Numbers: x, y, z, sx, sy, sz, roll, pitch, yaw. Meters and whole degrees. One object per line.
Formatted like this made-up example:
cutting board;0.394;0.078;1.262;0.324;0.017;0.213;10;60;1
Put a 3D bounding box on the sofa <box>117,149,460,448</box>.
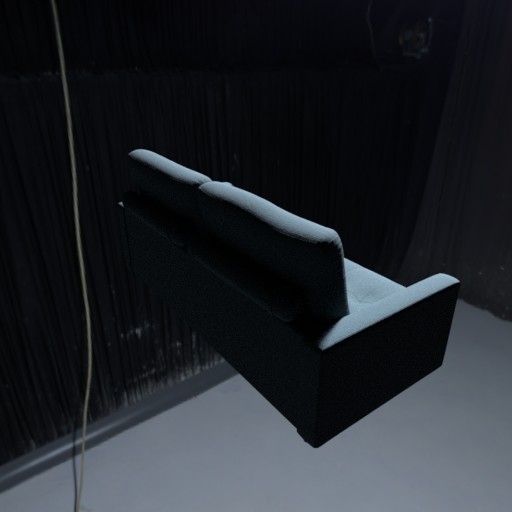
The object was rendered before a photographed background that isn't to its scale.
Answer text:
sofa;0.000;0.000;2.589;0.966;1.050;2.010;-18;31;-32
